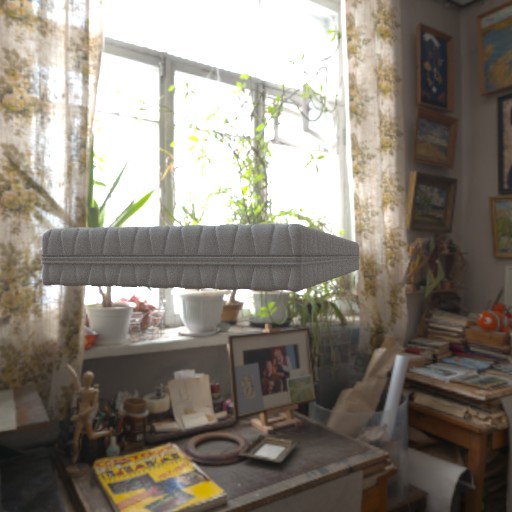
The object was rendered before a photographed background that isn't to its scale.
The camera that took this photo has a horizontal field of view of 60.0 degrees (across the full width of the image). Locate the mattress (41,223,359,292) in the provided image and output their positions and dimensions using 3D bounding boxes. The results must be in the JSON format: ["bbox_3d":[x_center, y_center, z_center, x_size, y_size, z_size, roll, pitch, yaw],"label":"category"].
[{"bbox_3d":[0.000,0.000,2.315,0.900,0.200,2.000,0,0,18],"label":"mattress"}]
